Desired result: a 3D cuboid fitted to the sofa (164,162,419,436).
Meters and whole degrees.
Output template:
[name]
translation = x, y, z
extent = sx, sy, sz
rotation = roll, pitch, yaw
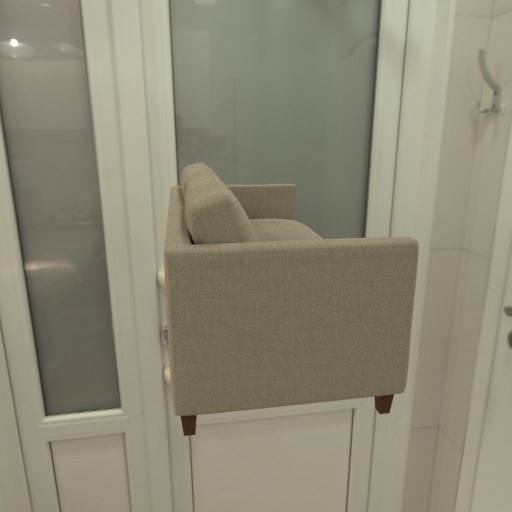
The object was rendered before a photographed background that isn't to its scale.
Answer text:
[sofa]
translation = 0.000, 0.000, 2.483
extent = 0.951, 0.947, 1.884
rotation = -3, 16, -9
